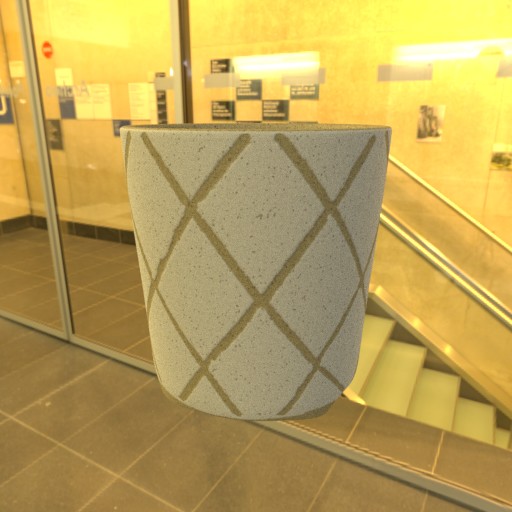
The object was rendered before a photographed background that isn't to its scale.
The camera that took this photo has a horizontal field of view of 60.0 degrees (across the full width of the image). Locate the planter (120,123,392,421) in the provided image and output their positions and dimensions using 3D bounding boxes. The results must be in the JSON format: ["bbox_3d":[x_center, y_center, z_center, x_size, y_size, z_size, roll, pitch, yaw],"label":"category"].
[{"bbox_3d":[0.000,0.000,0.353,0.191,0.199,0.191,0,18,0],"label":"planter"}]
